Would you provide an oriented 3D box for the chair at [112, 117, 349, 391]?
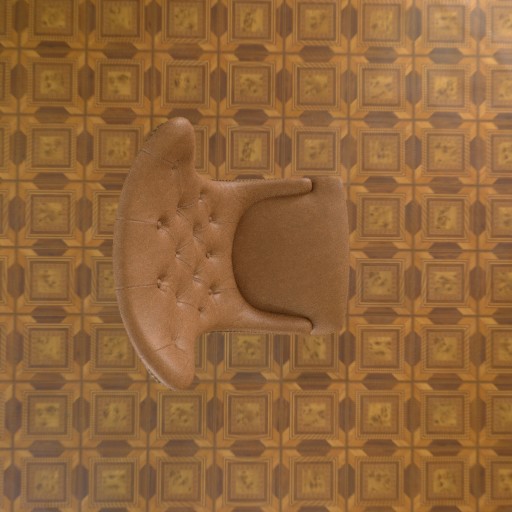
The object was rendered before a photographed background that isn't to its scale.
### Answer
[{"bbox_3d":[0.000,0.000,1.484,0.669,1.065,0.611,0,89,-1],"label":"chair"}]
